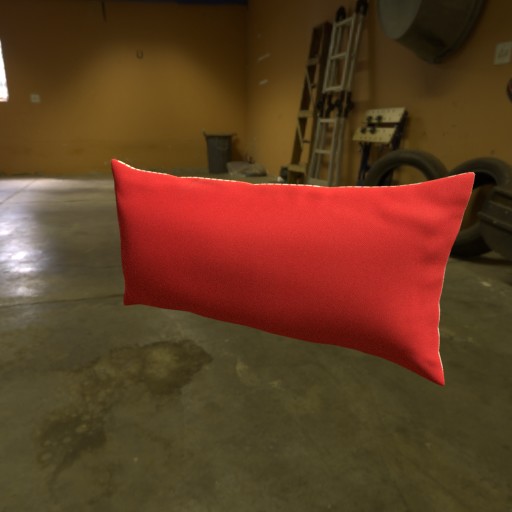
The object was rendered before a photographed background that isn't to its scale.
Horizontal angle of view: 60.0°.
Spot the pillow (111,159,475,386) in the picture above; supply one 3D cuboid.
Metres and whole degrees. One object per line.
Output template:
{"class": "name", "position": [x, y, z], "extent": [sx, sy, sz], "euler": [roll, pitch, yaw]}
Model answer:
{"class": "pillow", "position": [0.000, 0.000, 0.721], "extent": [0.608, 0.297, 0.151], "euler": [9, 18, 27]}
